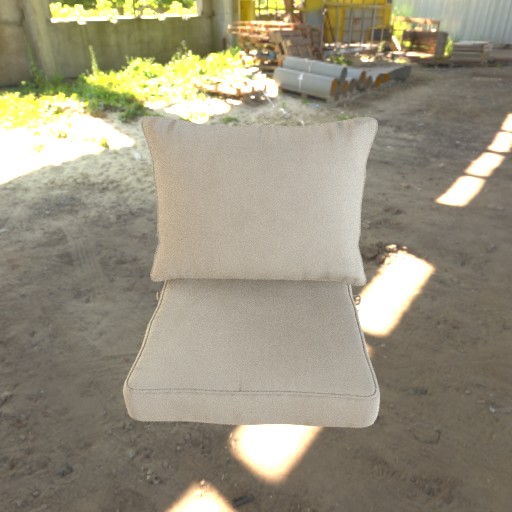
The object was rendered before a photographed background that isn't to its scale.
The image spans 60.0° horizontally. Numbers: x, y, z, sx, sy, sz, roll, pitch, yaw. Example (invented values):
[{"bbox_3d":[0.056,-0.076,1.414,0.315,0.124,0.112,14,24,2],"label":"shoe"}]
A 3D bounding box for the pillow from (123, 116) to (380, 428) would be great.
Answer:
[{"bbox_3d":[0.000,0.000,1.355,0.798,0.716,0.733,1,29,2],"label":"pillow"}]
